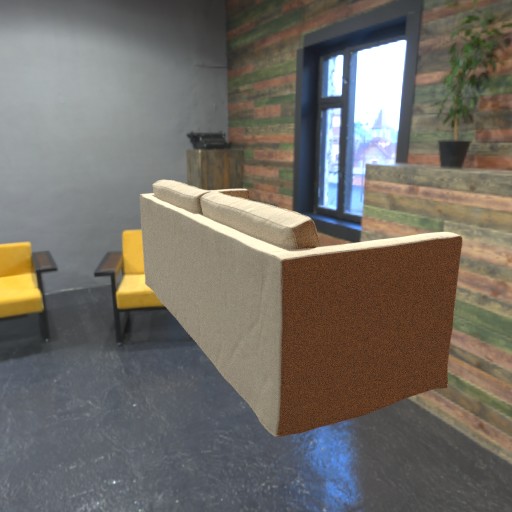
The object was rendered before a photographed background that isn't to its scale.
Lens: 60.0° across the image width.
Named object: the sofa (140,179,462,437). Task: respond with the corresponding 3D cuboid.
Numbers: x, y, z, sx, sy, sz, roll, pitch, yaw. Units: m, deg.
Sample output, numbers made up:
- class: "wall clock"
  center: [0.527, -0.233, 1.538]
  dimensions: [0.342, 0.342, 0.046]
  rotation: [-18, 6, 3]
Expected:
- class: "sofa"
  center: [0.000, 0.000, 2.794]
  dimensions: [0.962, 0.853, 2.312]
  rotation: [-7, 16, -26]
